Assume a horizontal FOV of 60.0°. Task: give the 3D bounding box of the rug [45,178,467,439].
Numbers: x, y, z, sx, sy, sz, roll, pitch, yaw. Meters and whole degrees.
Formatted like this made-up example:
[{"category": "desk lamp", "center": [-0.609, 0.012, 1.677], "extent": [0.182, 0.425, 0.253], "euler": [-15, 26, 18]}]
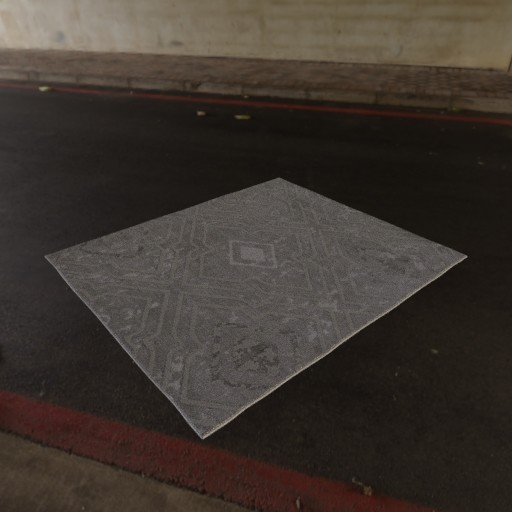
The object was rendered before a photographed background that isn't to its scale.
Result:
[{"category": "rug", "center": [0.000, 0.000, 0.879], "extent": [0.639, 0.006, 0.548], "euler": [-24, 39, -34]}]
